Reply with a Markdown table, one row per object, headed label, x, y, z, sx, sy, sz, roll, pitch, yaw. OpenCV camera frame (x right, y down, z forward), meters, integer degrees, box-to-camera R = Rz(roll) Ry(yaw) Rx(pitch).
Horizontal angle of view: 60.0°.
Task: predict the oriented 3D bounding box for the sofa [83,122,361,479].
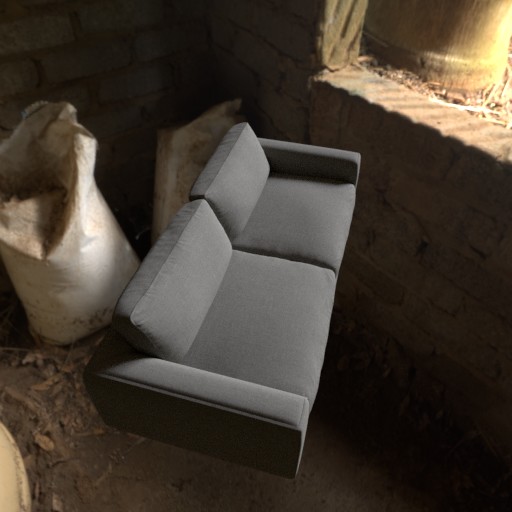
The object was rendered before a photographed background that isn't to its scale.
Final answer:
| label | x | y | z | sx | sy | sz | roll | pitch | yaw |
| --- | --- | --- | --- | --- | --- | --- | --- | --- | --- |
| sofa | 0.000 | 0.000 | 2.787 | 1.070 | 0.801 | 2.262 | 11 | 46 | 11 |
